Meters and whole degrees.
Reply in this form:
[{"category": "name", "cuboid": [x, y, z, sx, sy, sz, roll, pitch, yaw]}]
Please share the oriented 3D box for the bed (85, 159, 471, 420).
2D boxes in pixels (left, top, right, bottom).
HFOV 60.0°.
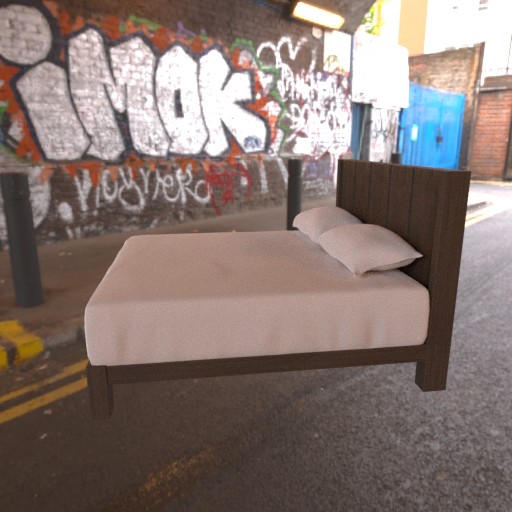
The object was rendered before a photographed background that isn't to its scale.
[{"category": "bed", "cuboid": [0.000, 0.000, 3.119, 1.992, 1.261, 1.735, -2, 14, -8]}]
